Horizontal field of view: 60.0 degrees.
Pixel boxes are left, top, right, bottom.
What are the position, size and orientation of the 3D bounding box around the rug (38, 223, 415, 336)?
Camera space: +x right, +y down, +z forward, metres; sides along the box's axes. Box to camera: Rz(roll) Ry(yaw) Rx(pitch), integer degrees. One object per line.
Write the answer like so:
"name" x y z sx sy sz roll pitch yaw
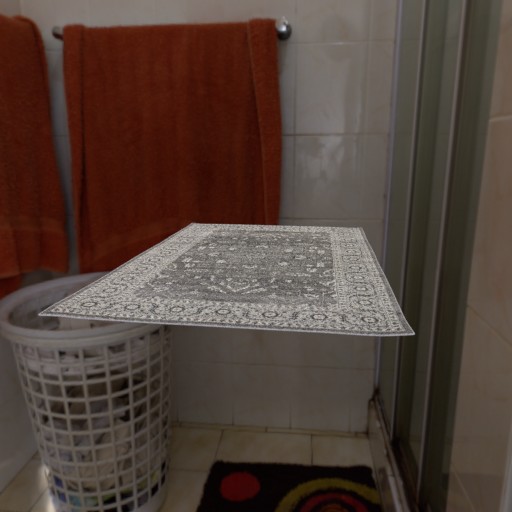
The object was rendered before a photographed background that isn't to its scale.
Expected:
"rug" 0.000 0.000 2.260 1.209 0.019 1.828 2 14 8
